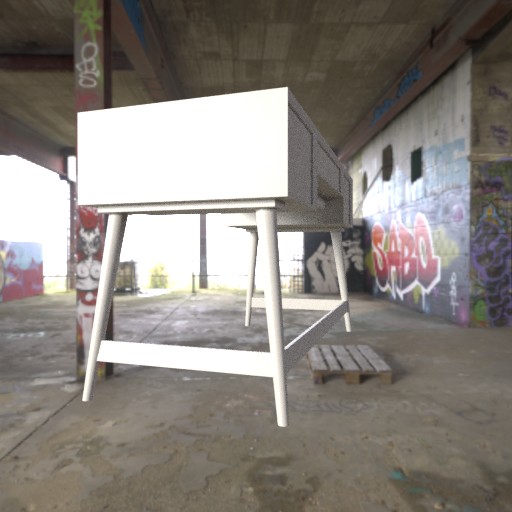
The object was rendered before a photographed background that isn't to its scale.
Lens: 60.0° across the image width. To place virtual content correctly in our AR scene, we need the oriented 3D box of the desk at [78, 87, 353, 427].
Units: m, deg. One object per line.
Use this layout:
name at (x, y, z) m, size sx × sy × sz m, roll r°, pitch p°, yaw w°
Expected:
desk at (0.000, 0.000, 1.705) m, size 0.589 × 0.762 × 1.313 m, roll 0°, pitch 0°, yaw 19°
